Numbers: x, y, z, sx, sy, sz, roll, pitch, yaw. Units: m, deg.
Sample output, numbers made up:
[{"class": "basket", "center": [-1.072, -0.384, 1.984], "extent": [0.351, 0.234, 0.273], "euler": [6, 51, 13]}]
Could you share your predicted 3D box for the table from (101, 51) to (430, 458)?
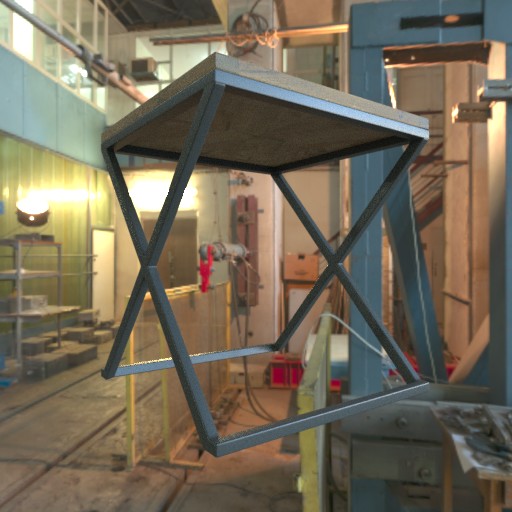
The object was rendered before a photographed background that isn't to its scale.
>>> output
[{"class": "table", "center": [0.000, 0.000, 0.938], "extent": [0.499, 0.550, 0.498], "euler": [0, 0, -36]}]
